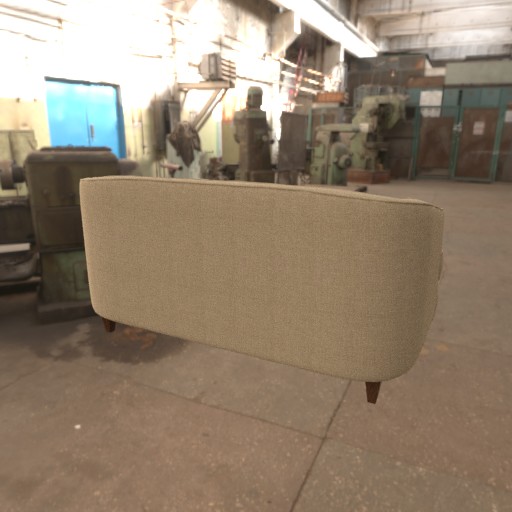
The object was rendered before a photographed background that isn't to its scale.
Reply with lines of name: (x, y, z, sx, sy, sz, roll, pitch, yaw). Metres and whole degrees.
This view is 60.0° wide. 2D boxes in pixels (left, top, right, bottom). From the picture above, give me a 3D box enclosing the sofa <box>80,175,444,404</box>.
sofa: (0.000, 0.000, 2.284, 1.733, 0.855, 0.941, 8, 18, 26)
